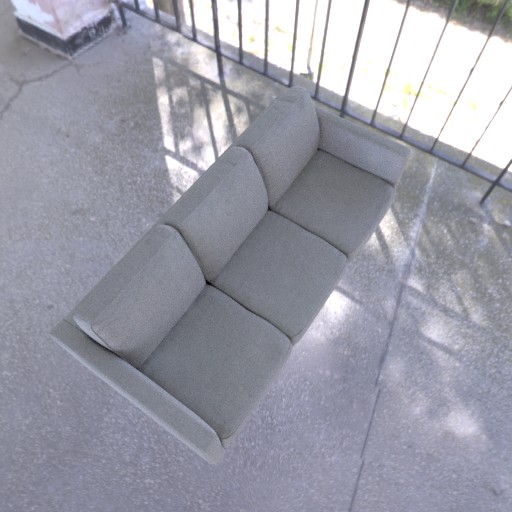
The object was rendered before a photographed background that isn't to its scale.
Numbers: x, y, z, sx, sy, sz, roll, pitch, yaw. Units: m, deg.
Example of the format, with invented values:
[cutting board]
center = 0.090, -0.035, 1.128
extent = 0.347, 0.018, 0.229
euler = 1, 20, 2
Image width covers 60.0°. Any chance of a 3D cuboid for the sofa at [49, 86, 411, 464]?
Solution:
[sofa]
center = 0.000, 0.000, 2.504
extent = 0.944, 0.918, 1.983
euler = 31, 64, 16
